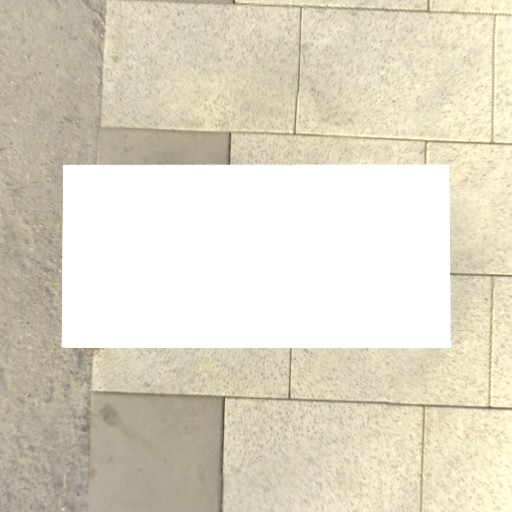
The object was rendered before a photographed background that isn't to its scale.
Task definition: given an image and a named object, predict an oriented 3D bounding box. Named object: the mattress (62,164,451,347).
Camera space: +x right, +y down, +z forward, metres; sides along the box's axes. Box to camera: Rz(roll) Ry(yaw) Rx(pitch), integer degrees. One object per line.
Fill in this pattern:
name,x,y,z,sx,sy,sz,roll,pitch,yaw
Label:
mattress,0.000,0.000,2.247,1.900,0.200,0.900,0,89,0
